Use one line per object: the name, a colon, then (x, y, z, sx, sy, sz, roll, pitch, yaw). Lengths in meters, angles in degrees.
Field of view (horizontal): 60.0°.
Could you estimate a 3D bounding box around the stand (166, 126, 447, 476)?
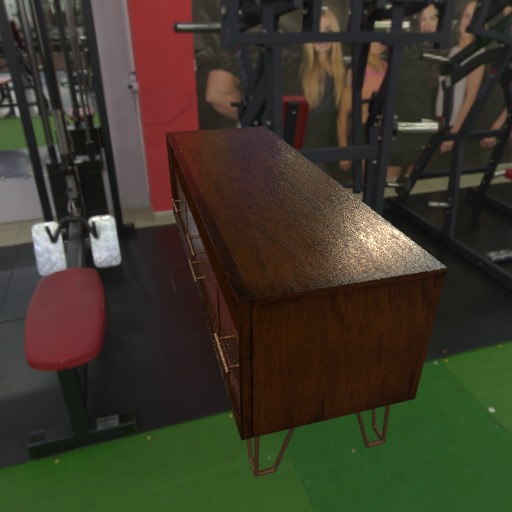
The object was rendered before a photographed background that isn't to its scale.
stand: (0.000, 0.000, 1.631, 0.481, 0.610, 1.372, -8, 30, -14)
